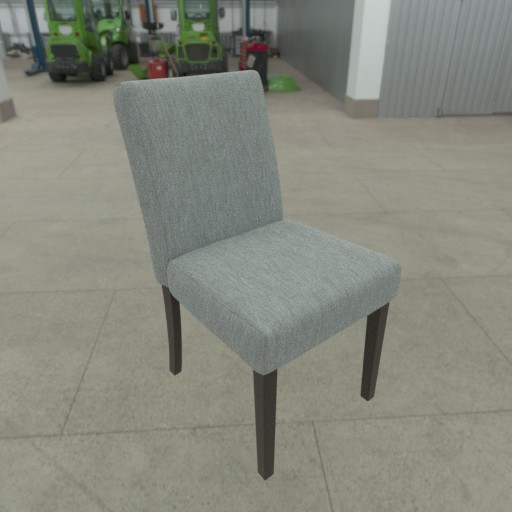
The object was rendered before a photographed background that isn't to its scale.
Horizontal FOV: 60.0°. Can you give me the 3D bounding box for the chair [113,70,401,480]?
[{"bbox_3d":[0.000,0.000,1.224,0.487,0.884,0.629,-22,35,-34],"label":"chair"}]
